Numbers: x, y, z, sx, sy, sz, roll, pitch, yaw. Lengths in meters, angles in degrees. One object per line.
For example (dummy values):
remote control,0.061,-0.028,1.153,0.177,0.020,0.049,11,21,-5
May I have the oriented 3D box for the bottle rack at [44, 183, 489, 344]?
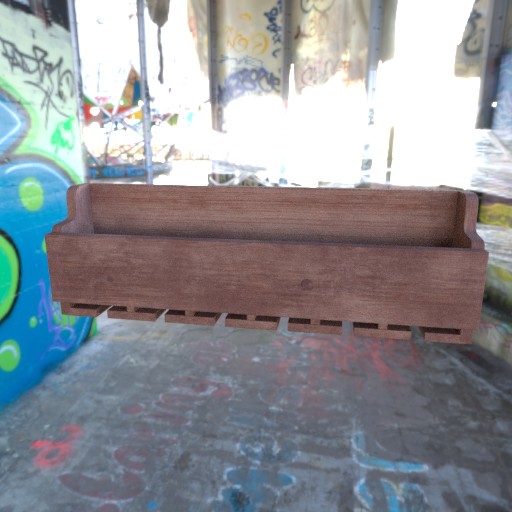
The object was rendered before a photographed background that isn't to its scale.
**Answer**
bottle rack,0.000,0.000,0.668,0.608,0.196,0.126,3,15,10
